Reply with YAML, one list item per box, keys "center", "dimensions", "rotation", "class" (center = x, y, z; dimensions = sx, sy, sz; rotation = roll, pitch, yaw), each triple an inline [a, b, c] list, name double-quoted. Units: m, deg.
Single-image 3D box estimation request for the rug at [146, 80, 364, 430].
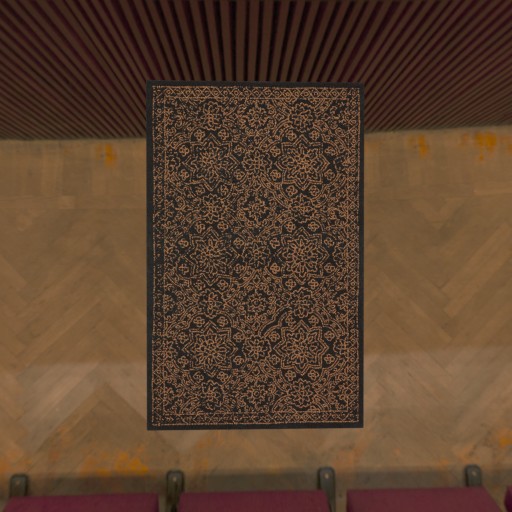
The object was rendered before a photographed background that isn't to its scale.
- center: [0.000, 0.000, 3.111]
  dimensions: [1.526, 0.015, 2.441]
  rotation: [0, 91, -2]
  class: "rug"
